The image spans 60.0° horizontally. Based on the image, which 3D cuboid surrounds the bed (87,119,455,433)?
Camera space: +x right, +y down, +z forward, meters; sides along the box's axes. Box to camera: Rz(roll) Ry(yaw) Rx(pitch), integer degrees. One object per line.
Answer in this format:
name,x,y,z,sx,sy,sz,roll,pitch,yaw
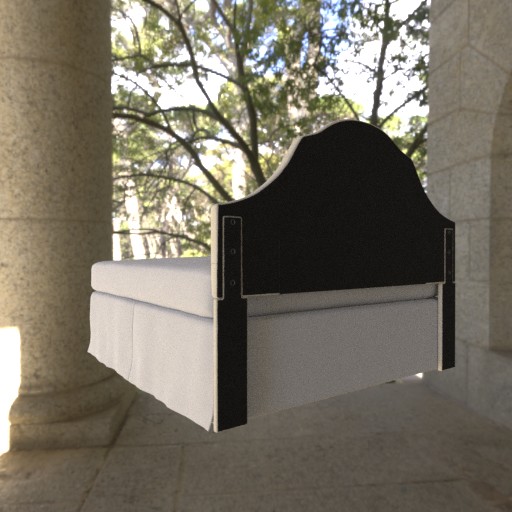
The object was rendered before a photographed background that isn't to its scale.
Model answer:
bed,0.000,0.000,3.369,2.012,1.555,2.086,0,1,-36
